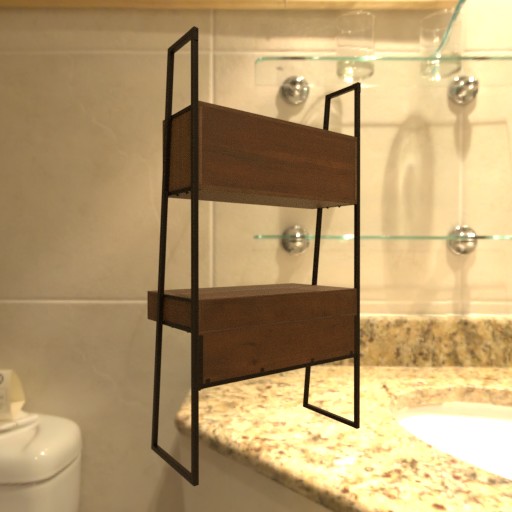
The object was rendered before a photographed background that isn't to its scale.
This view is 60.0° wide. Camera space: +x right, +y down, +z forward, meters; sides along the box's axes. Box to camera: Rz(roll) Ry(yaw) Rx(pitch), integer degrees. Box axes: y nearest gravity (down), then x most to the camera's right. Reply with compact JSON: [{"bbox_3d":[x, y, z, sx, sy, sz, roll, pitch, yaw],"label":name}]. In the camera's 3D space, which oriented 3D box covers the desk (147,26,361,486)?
[{"bbox_3d":[0.000,0.000,2.232,0.982,1.809,0.515,0,1,-36],"label":"desk"}]
